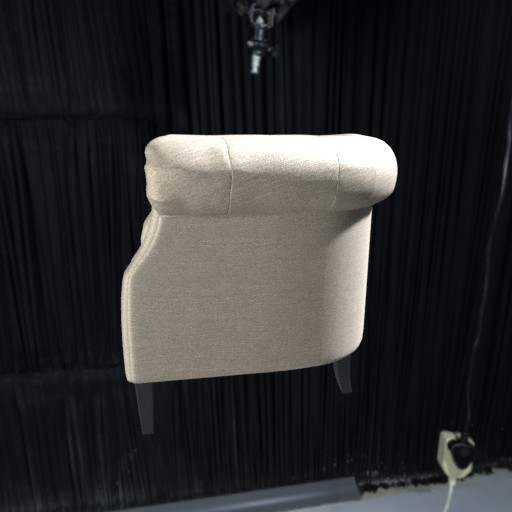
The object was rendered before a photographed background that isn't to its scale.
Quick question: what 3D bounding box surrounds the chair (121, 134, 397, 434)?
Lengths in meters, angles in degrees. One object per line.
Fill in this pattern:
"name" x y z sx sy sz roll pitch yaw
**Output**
"chair" 0.000 0.000 1.559 0.852 0.827 0.905 -3 16 -9
